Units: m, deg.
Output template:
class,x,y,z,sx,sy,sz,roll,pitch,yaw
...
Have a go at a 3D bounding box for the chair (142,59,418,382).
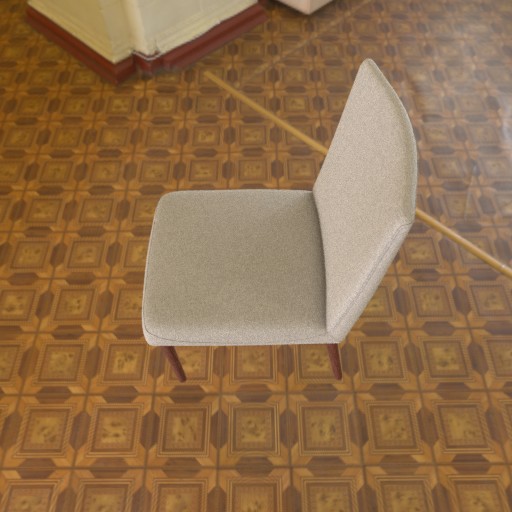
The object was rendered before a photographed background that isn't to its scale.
class,x,y,z,sx,sy,sz,roll,pitch,yaw
chair,0.000,0.000,1.148,0.570,0.859,0.456,-1,58,0
